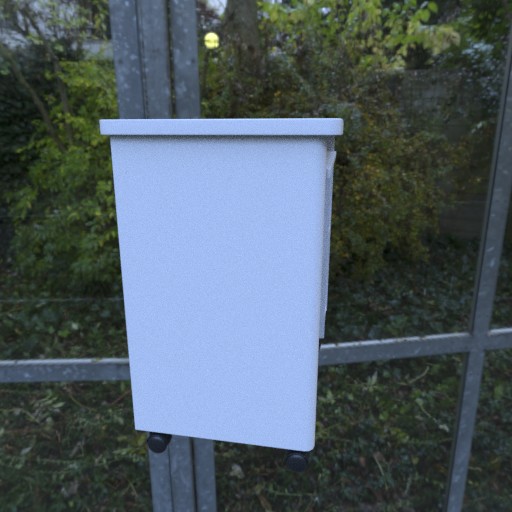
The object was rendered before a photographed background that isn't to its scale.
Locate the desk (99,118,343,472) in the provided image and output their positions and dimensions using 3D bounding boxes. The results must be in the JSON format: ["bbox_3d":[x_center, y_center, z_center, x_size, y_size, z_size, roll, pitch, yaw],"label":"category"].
[{"bbox_3d":[0.000,0.000,1.328,0.475,0.763,0.877,3,16,10],"label":"desk"}]
